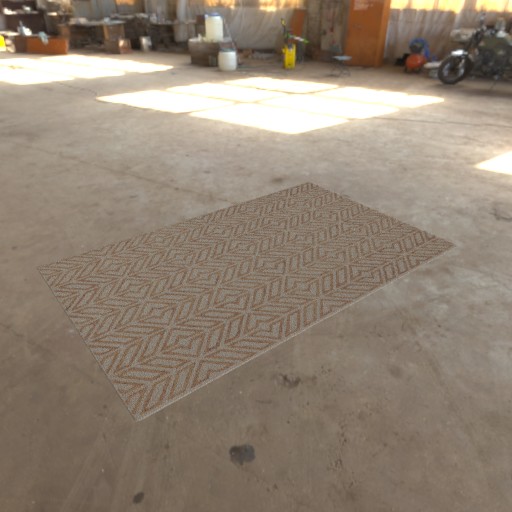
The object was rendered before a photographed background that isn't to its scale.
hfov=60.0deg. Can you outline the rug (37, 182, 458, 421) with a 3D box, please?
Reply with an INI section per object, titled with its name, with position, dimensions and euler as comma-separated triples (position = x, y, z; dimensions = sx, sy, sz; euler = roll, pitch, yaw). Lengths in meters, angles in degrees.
[rug]
position = 0.000, 0.000, 3.006
dimensions = 2.438, 0.008, 1.523
euler = -22, 37, -31
